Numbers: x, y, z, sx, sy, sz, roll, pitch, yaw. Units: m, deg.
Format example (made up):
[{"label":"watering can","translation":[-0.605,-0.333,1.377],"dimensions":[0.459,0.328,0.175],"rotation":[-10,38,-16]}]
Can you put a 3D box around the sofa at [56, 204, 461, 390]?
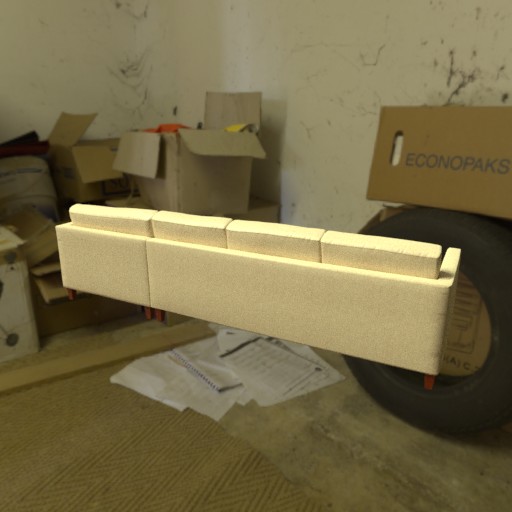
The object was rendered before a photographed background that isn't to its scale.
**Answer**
[{"label":"sofa","translation":[0.000,0.000,4.152],"dimensions":[3.471,0.954,1.603],"rotation":[9,19,26]}]
